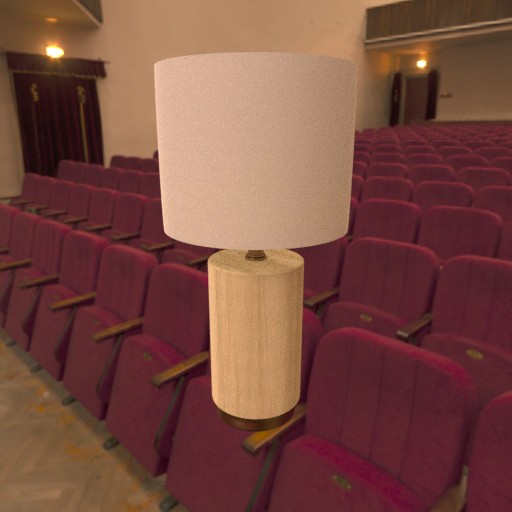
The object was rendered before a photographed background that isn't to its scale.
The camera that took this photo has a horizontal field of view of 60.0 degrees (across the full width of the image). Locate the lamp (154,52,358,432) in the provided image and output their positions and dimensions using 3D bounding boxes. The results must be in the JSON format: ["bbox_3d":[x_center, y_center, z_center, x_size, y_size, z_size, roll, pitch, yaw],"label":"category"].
[{"bbox_3d":[0.000,0.000,0.566,0.228,0.444,0.228,-15,22,-42],"label":"lamp"}]
